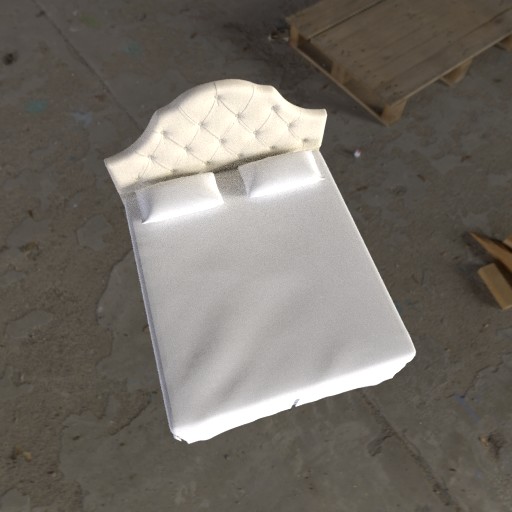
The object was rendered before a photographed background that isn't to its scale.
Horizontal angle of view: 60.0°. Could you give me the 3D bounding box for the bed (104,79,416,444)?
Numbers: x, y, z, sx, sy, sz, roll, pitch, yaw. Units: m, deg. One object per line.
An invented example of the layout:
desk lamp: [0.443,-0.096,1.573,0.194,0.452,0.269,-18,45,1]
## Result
bed: [0.000,0.000,3.531,2.008,1.615,2.214,-15,63,-8]
